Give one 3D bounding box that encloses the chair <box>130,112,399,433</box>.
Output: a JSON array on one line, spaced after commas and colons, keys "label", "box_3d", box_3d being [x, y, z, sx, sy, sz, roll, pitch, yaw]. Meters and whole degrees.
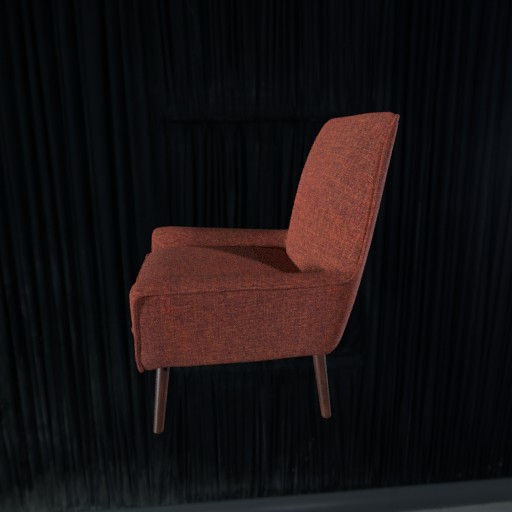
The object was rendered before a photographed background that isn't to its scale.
[{"label": "chair", "box_3d": [0.000, 0.000, 1.501, 0.784, 0.911, 0.803, -2, 15, -8]}]
